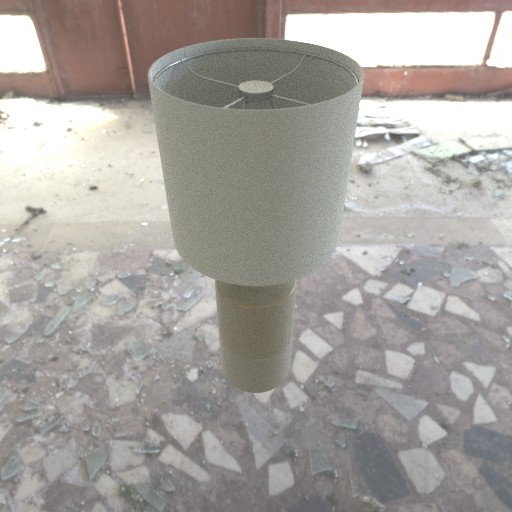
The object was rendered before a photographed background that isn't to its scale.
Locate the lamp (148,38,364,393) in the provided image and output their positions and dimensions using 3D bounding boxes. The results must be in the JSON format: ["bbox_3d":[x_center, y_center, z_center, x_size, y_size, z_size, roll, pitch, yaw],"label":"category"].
[{"bbox_3d":[0.000,0.000,0.600,0.212,0.493,0.212,24,46,26],"label":"lamp"}]
